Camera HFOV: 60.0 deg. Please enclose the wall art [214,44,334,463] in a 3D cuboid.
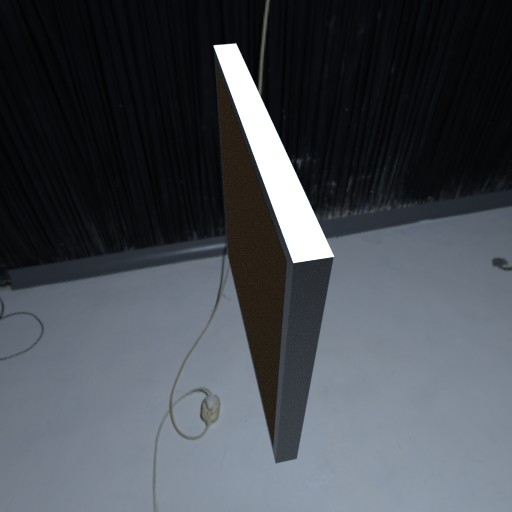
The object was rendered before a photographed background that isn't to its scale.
[{"bbox_3d":[0.000,0.000,0.753,0.038,0.506,0.506,-9,47,-8],"label":"wall art"}]
